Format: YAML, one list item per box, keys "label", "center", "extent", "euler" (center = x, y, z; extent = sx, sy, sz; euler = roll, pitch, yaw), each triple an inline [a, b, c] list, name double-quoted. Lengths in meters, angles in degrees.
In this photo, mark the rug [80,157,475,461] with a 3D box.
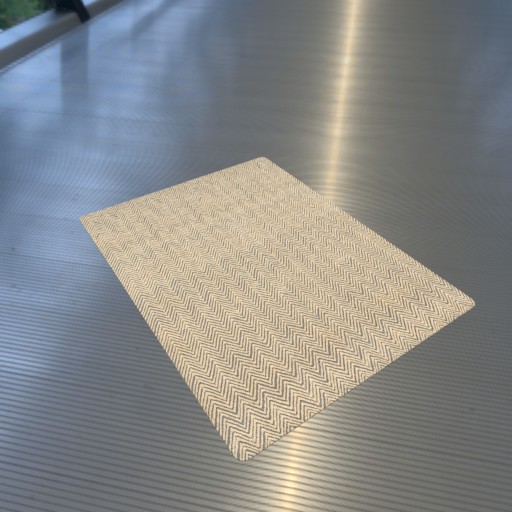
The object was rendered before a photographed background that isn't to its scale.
- label: "rug"
  center: [0.000, 0.000, 4.291]
  extent: [2.439, 0.014, 3.207]
  euler: [-24, 46, -25]
